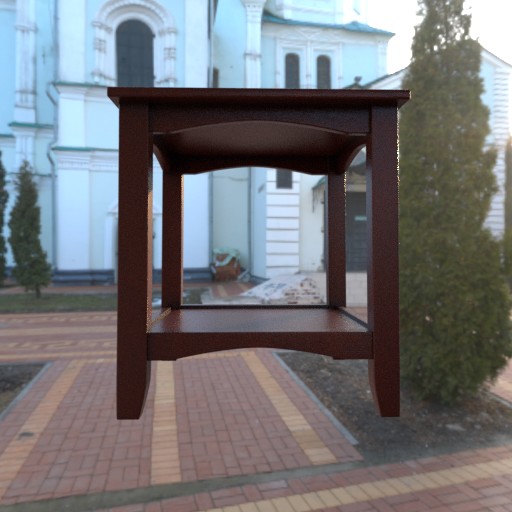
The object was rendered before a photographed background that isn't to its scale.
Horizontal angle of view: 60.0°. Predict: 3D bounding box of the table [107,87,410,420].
[{"bbox_3d":[0.000,0.000,0.983,0.523,0.558,0.522,0,0,1],"label":"table"}]
